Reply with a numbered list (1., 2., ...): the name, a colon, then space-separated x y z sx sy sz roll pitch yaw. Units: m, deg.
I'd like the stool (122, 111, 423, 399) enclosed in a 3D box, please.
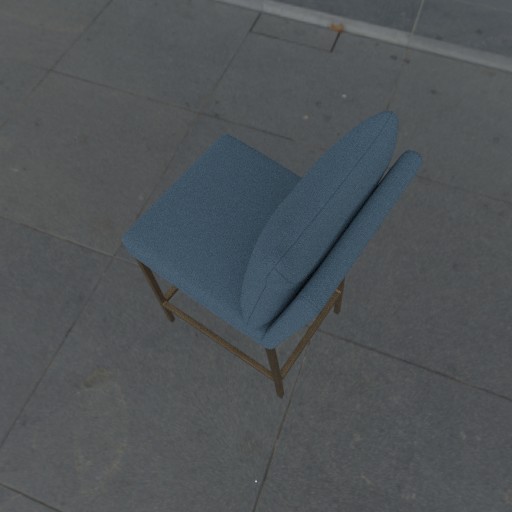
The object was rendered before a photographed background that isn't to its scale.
1. stool: 0.000 0.000 1.310 0.568 1.032 0.463 33 68 15
